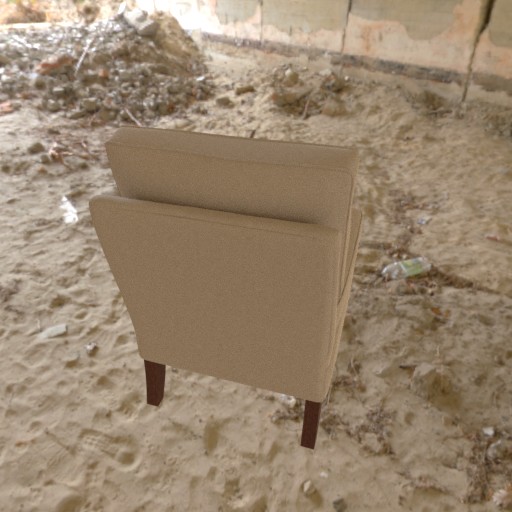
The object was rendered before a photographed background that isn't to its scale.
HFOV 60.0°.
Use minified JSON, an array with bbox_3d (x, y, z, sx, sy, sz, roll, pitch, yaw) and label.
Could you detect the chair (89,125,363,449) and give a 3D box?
[{"bbox_3d":[0.000,0.000,1.675,0.724,1.052,0.912,9,33,15],"label":"chair"}]
